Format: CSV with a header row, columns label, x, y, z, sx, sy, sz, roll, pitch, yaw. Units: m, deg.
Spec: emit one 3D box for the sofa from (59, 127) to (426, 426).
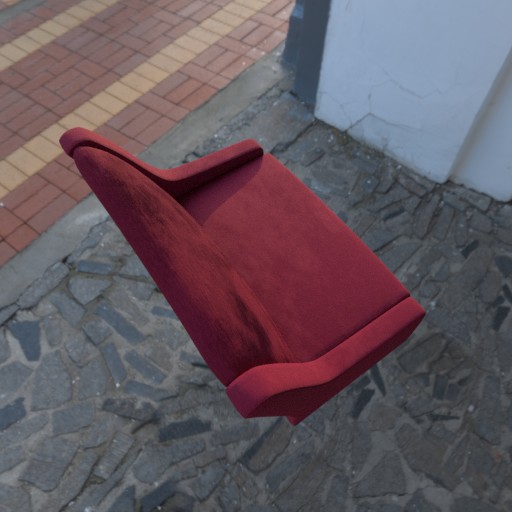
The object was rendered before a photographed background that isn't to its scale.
label,x,y,z,sx,sy,sz,roll,pitch,yaw
sofa,0.000,0.000,1.915,0.946,0.976,1.242,-31,63,-18
